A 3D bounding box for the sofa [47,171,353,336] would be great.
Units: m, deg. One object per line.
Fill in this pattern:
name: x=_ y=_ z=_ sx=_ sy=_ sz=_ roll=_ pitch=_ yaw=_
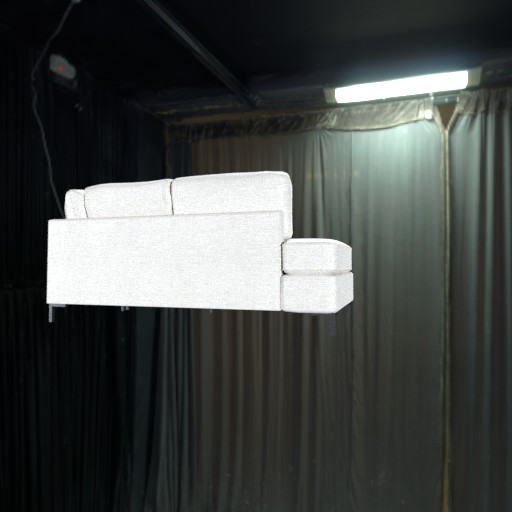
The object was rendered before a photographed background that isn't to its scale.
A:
sofa: x=0.000 y=0.000 z=4.400 sx=2.048 sy=0.996 sz=3.384 roll=0 pitch=-1 yaw=18
